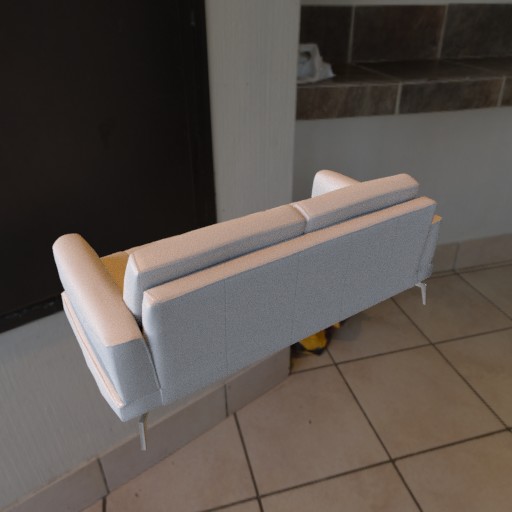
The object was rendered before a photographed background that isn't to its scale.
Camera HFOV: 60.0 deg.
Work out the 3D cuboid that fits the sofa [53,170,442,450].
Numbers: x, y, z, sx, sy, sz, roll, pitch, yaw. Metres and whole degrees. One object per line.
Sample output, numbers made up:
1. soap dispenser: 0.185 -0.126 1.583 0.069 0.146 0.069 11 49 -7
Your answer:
1. sofa: 0.000 0.000 2.704 2.177 0.930 1.121 -19 35 -29
